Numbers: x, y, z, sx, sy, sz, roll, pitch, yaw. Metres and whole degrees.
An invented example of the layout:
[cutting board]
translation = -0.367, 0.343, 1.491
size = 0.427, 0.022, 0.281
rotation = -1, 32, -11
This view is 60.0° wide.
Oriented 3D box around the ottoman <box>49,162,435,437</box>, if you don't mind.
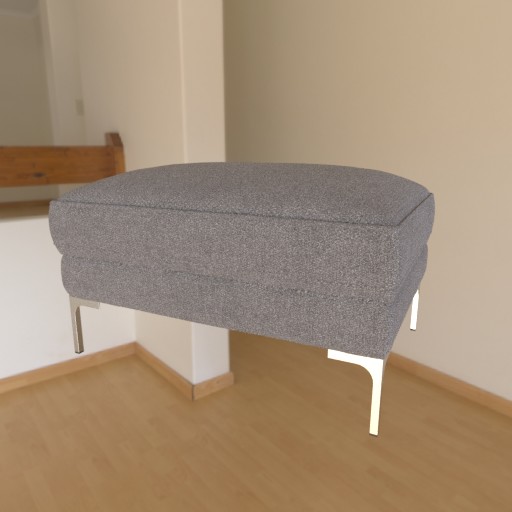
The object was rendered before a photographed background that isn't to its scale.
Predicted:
[ottoman]
translation = 0.000, 0.000, 1.128
size = 0.785, 0.464, 0.583
rotation = 7, 16, 25
